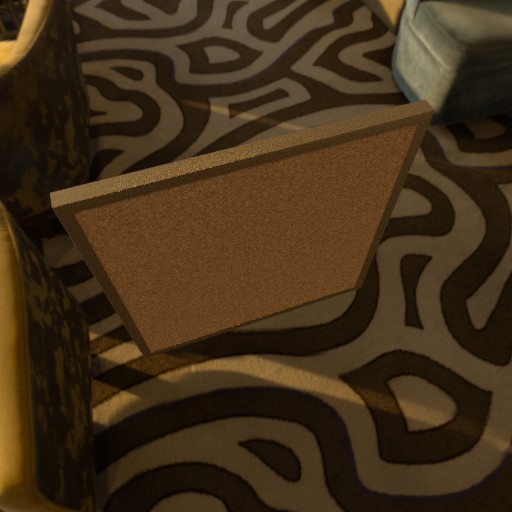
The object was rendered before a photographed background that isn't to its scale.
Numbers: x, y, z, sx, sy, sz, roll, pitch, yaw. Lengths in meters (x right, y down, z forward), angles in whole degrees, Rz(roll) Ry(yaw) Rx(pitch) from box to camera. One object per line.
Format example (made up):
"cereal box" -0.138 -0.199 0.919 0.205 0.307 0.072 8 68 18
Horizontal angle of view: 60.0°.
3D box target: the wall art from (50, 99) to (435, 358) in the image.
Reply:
"wall art" 0.000 0.000 1.173 0.767 0.765 0.036 -17 59 -10
